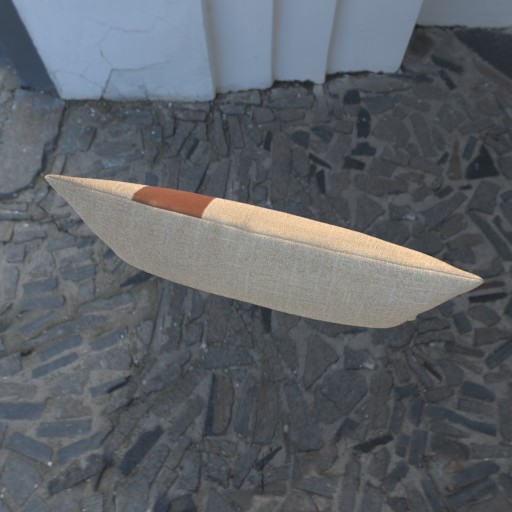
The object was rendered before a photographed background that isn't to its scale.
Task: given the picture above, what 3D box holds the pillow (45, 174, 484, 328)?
[{"bbox_3d":[0.000,0.000,0.733,0.612,0.282,0.155,14,64,7],"label":"pillow"}]
